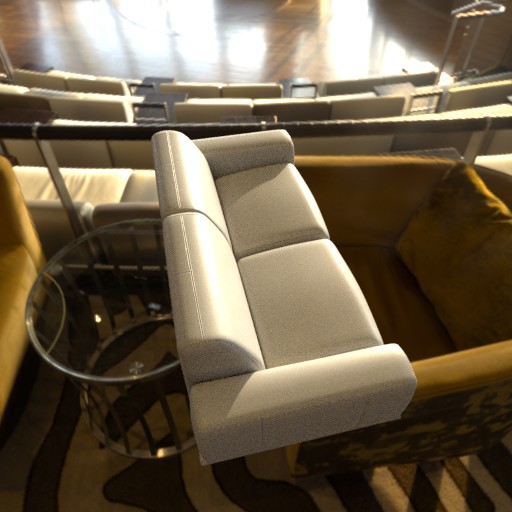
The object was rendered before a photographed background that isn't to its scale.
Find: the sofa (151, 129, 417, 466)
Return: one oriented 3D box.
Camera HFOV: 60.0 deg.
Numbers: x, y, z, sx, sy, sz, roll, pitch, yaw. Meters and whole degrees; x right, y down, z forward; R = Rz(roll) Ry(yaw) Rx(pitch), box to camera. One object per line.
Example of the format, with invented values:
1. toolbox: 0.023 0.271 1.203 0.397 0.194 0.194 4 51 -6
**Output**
1. sofa: 0.000 0.000 2.361 0.900 0.772 1.901 -10 47 -9
